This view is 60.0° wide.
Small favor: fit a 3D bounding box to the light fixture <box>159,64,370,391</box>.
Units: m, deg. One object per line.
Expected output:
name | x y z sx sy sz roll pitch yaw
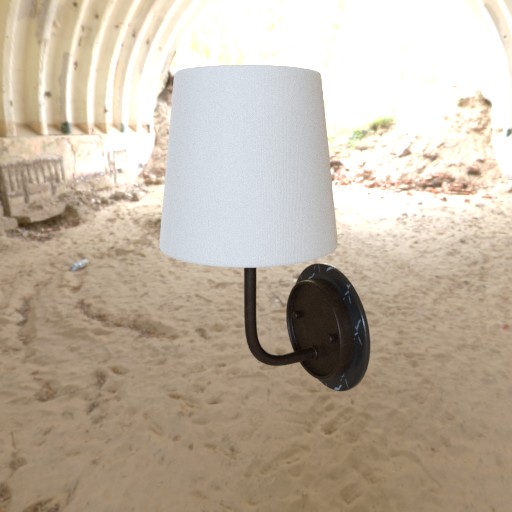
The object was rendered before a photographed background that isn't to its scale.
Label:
light fixture | 0.000 0.000 0.443 0.188 0.337 0.168 -8 18 -26
